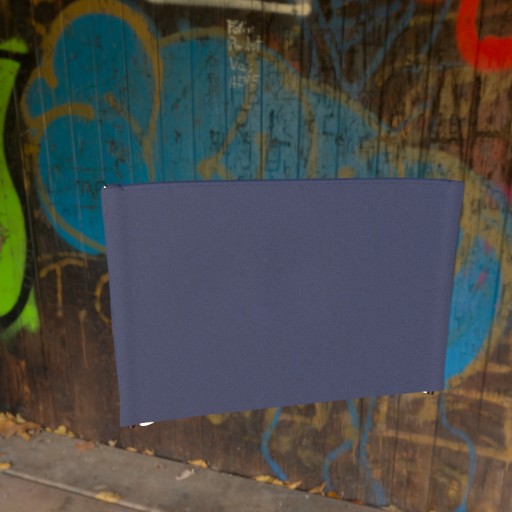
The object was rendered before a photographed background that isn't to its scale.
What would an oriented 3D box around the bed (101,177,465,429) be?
[{"bbox_3d":[0.000,0.000,3.460,1.925,1.332,2.276,-3,14,-10],"label":"bed"}]
